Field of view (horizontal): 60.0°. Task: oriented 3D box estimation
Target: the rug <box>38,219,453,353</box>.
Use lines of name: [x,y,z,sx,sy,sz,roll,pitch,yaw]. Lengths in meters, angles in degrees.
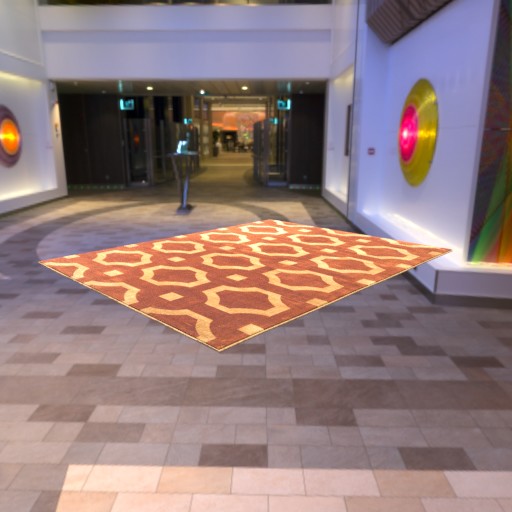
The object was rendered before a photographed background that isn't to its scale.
rug: [0.000,0.000,4.172,2.466,0.021,3.049,14,20,43]
